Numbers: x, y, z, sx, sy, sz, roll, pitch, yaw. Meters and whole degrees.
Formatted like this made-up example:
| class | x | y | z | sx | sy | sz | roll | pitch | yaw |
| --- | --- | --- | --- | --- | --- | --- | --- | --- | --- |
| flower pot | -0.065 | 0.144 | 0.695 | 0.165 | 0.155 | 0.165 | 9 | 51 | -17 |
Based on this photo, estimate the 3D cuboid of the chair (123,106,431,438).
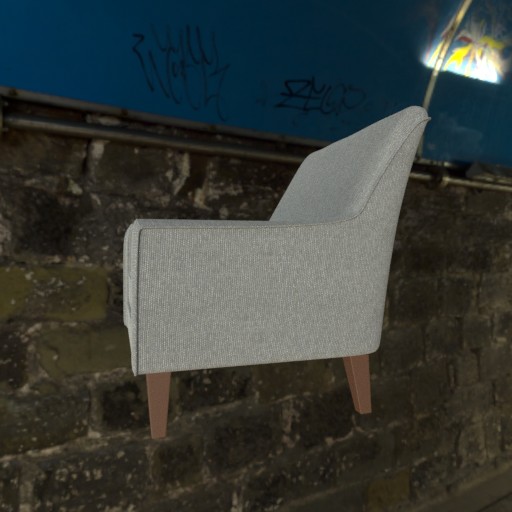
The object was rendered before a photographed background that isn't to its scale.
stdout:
| class | x | y | z | sx | sy | sz | roll | pitch | yaw |
| --- | --- | --- | --- | --- | --- | --- | --- | --- | --- |
| chair | 0.000 | 0.000 | 1.584 | 0.899 | 0.919 | 0.780 | 0 | 2 | -17 |
